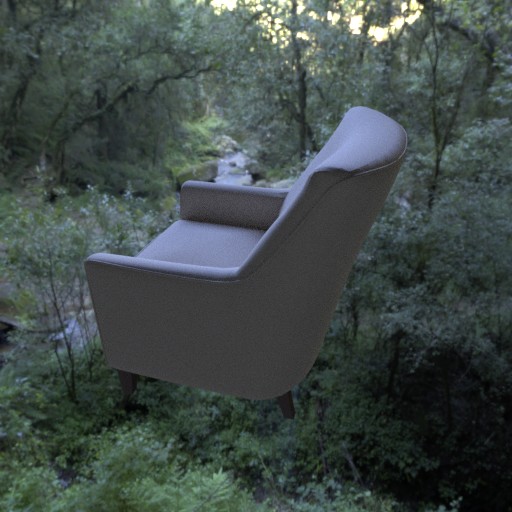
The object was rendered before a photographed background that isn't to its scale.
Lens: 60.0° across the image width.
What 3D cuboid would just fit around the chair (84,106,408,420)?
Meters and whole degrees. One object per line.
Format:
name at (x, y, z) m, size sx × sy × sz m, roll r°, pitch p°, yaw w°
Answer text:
chair at (0.000, 0.000, 1.551) m, size 0.879 × 0.916 × 0.756 m, roll 8°, pitch 30°, yaw 15°
